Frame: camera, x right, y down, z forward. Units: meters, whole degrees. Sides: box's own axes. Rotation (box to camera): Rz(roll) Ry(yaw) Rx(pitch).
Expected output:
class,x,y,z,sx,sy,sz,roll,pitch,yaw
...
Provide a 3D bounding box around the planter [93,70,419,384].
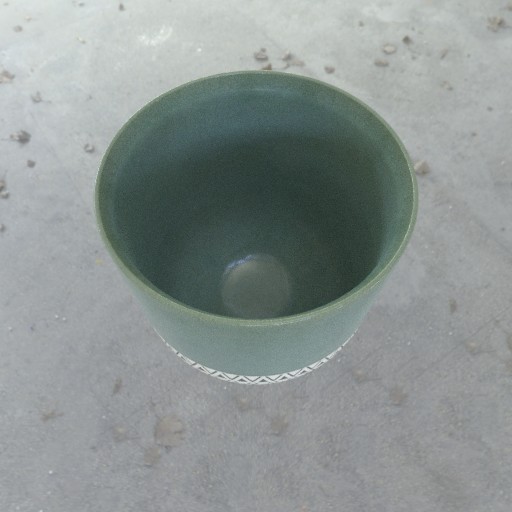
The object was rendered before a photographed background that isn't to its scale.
class,x,y,z,sx,sy,sz,roll,pitch,yaw
planter,0.000,0.000,0.483,0.266,0.270,0.266,0,60,0
